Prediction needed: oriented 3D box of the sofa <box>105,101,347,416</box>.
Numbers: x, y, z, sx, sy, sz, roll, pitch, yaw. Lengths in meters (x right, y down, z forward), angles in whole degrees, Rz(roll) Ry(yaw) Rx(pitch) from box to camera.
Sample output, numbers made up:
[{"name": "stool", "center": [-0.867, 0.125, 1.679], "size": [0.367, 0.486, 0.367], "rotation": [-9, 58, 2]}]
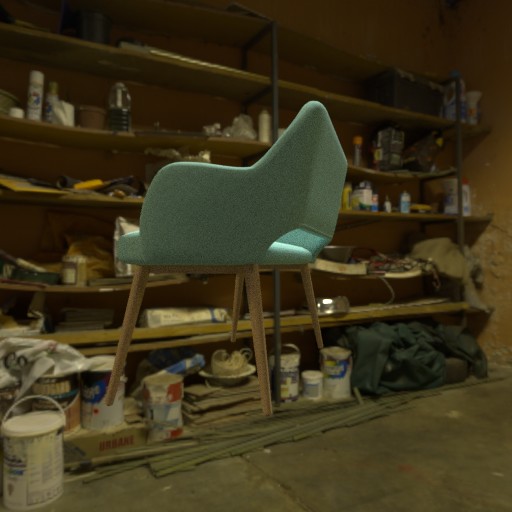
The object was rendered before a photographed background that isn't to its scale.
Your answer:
[{"name": "sofa", "center": [0.000, 0.000, 1.639], "size": [0.610, 0.840, 1.150], "rotation": [0, -1, 17]}]
